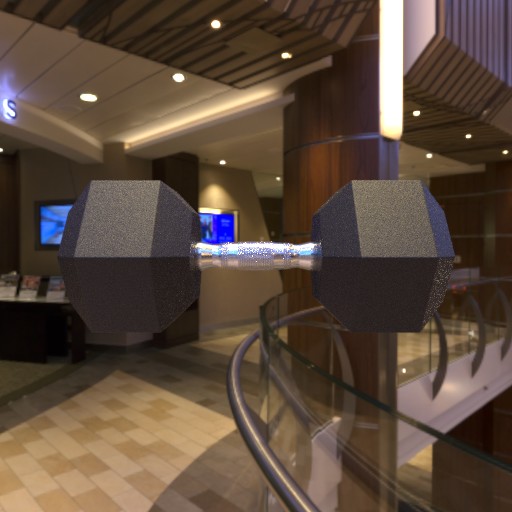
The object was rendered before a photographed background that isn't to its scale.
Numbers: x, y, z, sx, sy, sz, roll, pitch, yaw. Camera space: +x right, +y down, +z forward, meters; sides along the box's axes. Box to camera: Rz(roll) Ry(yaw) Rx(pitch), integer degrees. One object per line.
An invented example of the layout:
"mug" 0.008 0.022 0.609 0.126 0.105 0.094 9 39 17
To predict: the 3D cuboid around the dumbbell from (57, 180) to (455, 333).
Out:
"dumbbell" 0.000 0.000 0.479 0.384 0.150 0.173 0 1 0
